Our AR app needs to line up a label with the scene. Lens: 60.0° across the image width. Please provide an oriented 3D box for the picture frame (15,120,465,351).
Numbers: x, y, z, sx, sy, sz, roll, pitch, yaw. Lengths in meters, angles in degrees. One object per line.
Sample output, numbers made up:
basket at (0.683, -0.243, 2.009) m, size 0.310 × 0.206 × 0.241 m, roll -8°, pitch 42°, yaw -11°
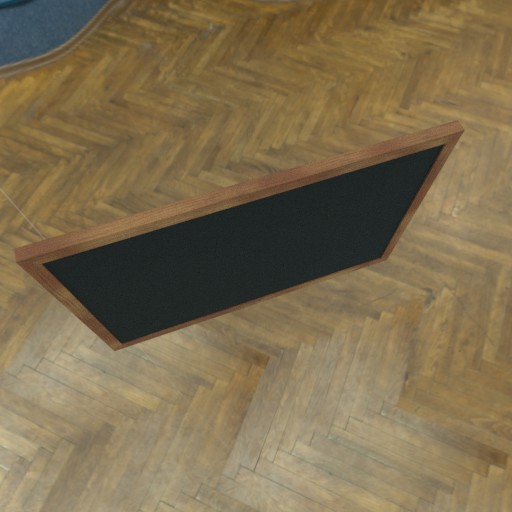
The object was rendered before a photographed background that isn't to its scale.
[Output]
picture frame at (0.000, 0.000, 1.180) m, size 0.950 × 0.640 × 0.029 m, roll -18°, pitch 65°, yaw -9°
